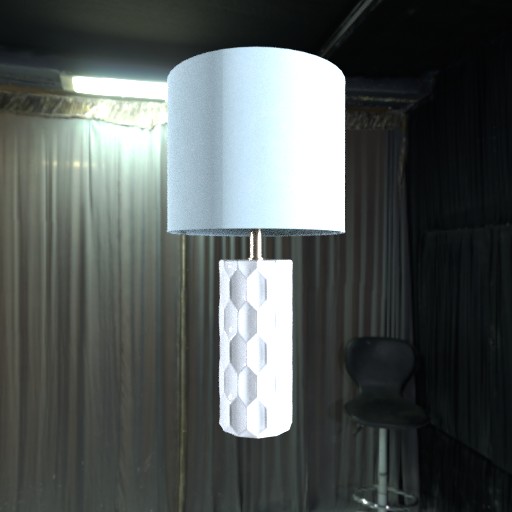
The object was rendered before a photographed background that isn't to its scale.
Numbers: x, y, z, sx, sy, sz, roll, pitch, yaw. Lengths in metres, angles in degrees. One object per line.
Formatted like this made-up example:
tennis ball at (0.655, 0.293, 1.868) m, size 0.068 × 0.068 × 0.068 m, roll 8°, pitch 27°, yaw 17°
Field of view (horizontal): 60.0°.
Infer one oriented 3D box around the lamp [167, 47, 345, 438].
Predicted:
lamp at (0.000, 0.000, 0.704) m, size 0.277 × 0.534 × 0.277 m, roll 0°, pitch 0°, yaw -18°
